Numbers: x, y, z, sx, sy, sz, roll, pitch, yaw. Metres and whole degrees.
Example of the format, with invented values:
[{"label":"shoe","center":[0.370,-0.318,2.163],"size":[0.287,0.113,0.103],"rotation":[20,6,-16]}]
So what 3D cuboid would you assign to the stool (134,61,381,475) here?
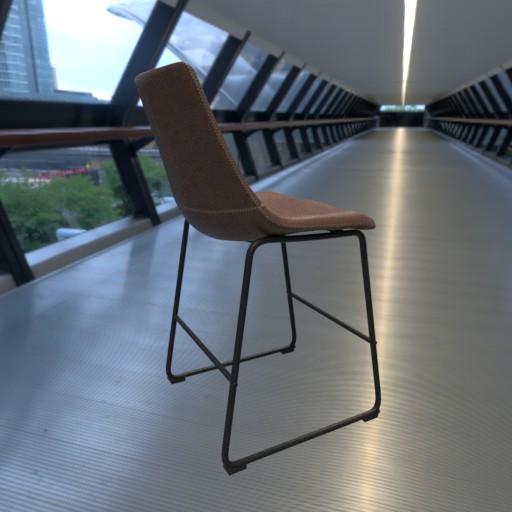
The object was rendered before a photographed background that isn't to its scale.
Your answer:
[{"label":"stool","center":[0.000,0.000,1.183],"size":[0.550,0.890,0.460],"rotation":[-8,18,-27]}]
